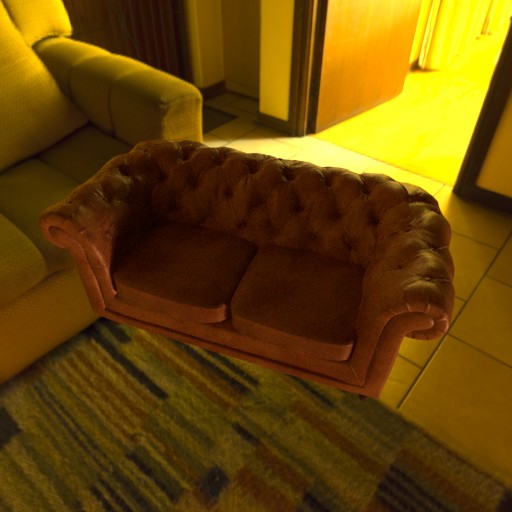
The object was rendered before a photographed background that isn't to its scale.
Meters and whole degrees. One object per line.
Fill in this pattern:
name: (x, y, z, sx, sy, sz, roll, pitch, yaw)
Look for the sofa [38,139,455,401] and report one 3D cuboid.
sofa: (0.000, 0.000, 2.522, 1.979, 0.877, 1.042, 13, 43, 15)
